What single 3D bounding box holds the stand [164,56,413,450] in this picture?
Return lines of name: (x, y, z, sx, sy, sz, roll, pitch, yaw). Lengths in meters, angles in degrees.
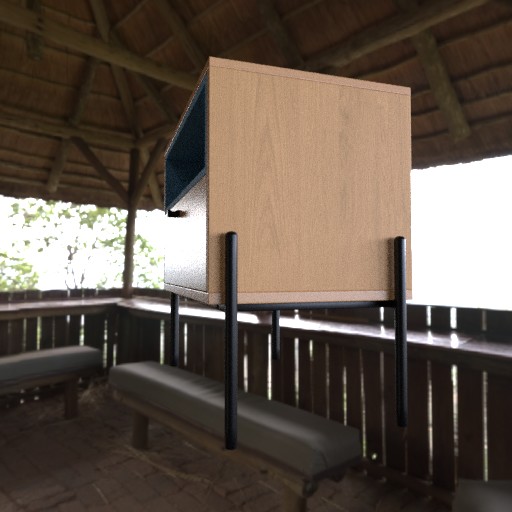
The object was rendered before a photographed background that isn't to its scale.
stand: (0.000, 0.000, 1.012, 0.400, 0.600, 0.630, 1, -2, -18)
